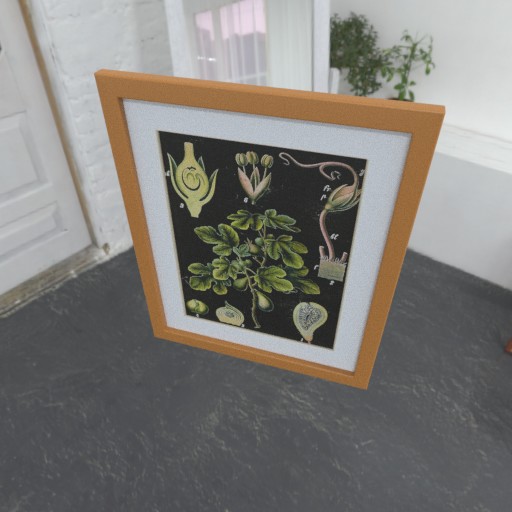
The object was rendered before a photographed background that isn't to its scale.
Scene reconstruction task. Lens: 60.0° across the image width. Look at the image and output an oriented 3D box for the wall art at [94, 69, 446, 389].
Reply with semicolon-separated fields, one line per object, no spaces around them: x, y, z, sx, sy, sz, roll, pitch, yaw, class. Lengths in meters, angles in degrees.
0.000;0.000;0.735;0.452;0.553;0.022;11;42;13;wall art
